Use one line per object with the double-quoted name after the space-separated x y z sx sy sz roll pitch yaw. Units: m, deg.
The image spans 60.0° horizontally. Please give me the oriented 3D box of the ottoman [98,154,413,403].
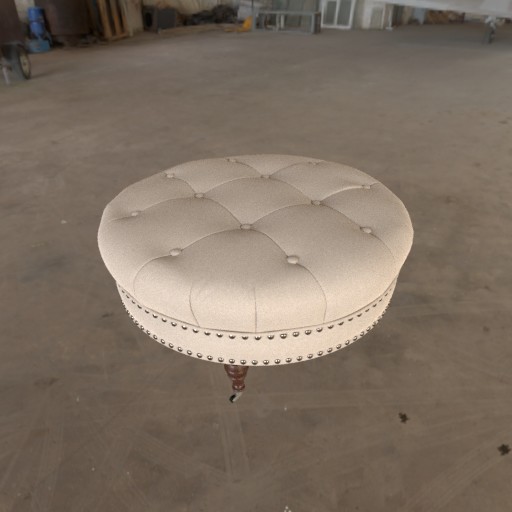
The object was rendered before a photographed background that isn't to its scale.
0.000 0.000 1.392 0.901 0.439 0.901 0 32 0 "ottoman"
